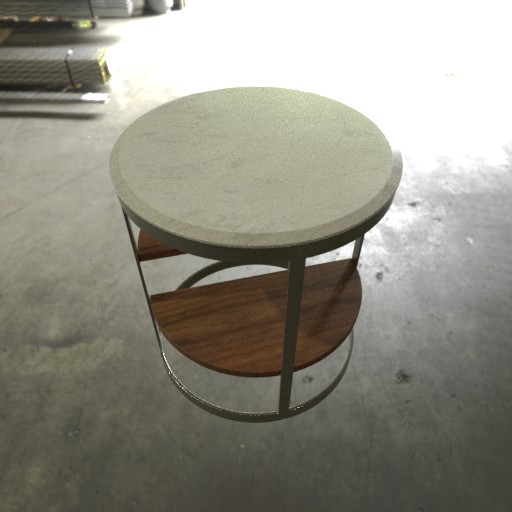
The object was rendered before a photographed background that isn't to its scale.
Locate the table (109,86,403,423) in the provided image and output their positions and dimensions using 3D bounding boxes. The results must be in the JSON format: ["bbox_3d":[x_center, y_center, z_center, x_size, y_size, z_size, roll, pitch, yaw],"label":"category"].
[{"bbox_3d":[0.000,0.000,0.783,0.407,0.447,0.407,0,45,0],"label":"table"}]
